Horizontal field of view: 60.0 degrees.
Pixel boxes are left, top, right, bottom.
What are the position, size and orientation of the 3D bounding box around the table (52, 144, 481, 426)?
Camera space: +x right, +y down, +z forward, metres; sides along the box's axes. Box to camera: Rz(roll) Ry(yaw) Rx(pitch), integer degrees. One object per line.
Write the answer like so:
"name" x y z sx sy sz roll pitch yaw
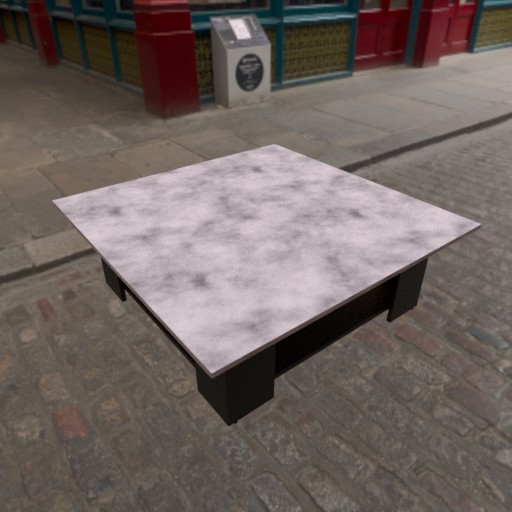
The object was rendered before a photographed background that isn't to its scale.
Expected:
"table" 0.000 0.000 1.373 0.890 0.305 0.890 -23 38 -31
